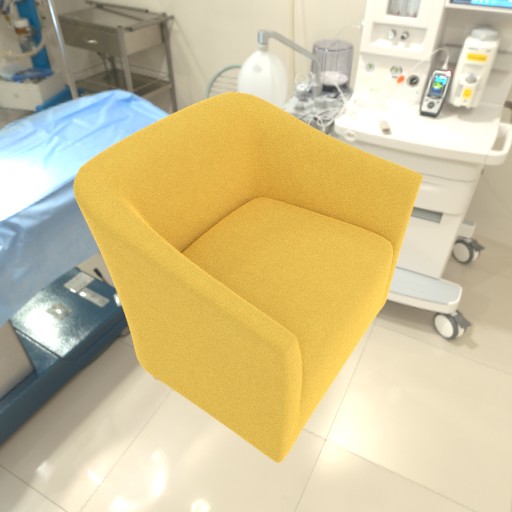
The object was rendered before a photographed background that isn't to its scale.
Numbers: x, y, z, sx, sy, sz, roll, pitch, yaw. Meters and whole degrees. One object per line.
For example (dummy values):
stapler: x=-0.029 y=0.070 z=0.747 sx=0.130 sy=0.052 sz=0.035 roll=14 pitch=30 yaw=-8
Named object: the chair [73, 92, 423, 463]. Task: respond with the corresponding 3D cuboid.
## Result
chair: x=0.000 y=0.000 z=1.370 sx=0.700 sy=0.720 sz=0.790 roll=25 pitch=47 yaw=26
